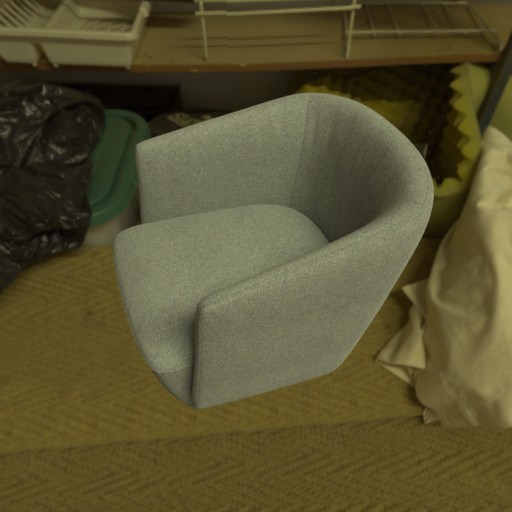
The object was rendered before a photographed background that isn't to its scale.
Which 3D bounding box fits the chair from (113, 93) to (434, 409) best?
[{"bbox_3d":[0.000,0.000,1.628,0.986,0.861,0.822,-17,50,-15],"label":"chair"}]
